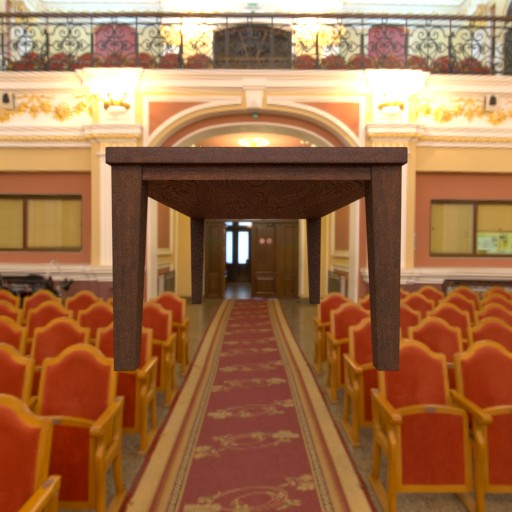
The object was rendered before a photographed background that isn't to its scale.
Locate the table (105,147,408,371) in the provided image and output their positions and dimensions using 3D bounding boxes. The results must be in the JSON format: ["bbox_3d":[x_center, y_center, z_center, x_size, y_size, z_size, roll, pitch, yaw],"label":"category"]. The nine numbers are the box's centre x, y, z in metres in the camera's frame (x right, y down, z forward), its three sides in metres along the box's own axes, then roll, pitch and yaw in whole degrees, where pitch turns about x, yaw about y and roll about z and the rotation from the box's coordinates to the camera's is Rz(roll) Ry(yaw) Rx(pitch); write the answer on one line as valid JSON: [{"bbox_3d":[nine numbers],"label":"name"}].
[{"bbox_3d":[0.000,0.000,2.480,1.016,0.762,1.981,0,1,0],"label":"table"}]
